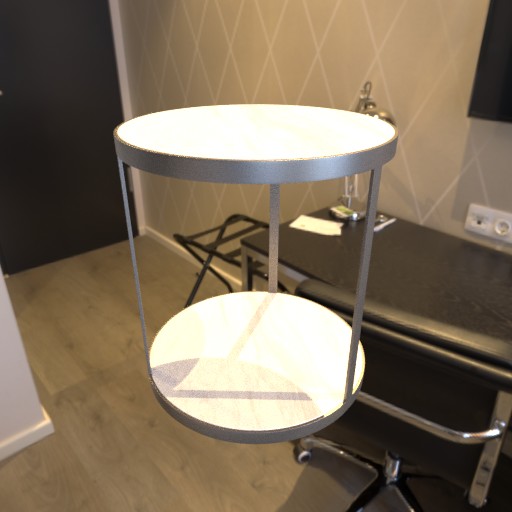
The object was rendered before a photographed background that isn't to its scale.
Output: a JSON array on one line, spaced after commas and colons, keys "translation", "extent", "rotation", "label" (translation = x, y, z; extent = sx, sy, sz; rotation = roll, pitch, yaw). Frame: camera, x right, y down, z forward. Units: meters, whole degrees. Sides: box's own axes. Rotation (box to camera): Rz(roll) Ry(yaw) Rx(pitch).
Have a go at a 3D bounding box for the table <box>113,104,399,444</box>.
[{"translation": [0.000, 0.000, 0.828], "extent": [0.445, 0.479, 0.445], "rotation": [0, 27, 0], "label": "table"}]
